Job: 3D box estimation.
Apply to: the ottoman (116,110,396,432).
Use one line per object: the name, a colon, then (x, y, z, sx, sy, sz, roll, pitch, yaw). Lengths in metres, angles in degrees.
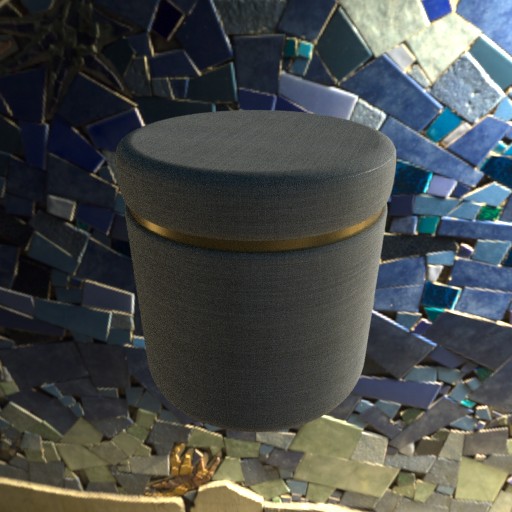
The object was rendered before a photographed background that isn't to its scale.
ottoman: (0.000, 0.000, 0.740, 0.400, 0.406, 0.400, 0, 29, 0)
